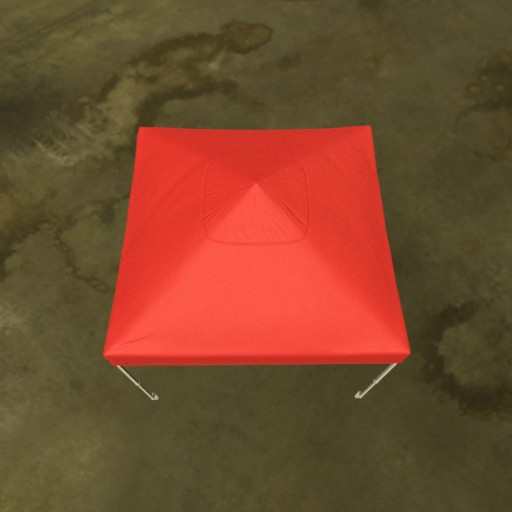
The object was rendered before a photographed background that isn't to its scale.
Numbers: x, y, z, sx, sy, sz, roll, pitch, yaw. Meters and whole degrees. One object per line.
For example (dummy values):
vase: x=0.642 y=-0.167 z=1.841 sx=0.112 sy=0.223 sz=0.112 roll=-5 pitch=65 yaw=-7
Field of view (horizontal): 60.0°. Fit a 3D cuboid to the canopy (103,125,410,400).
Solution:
canopy: x=0.000 y=0.000 z=5.629 sx=2.998 sy=2.997 sz=2.996 roll=0 pitch=62 yaw=0
